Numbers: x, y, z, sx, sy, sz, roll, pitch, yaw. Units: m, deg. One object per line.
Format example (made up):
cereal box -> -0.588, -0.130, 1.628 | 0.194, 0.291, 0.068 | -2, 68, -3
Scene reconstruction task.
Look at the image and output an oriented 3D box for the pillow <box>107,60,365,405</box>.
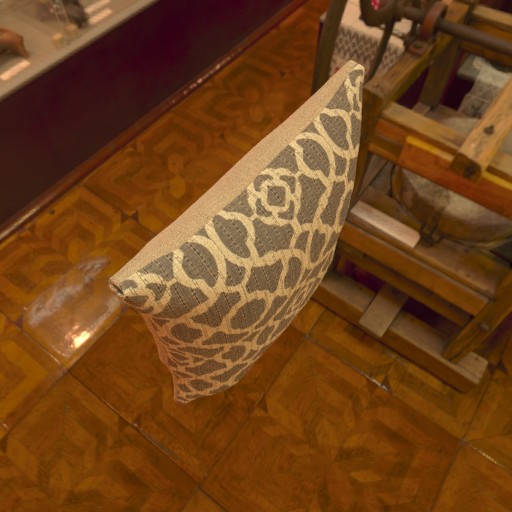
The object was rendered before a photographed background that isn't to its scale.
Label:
pillow -> 0.000, 0.000, 0.788 | 0.215, 0.498, 0.508 | 34, 64, 19
